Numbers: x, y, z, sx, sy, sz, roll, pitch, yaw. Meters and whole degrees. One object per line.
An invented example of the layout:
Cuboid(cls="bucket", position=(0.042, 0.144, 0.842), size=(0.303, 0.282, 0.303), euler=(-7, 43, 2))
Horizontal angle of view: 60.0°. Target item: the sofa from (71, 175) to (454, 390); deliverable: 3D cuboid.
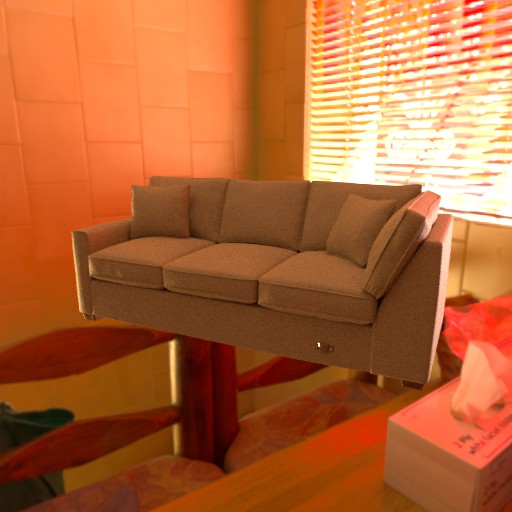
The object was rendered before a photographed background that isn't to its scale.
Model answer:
Cuboid(cls="sofa", position=(0.000, 0.000, 2.934), size=(2.317, 0.962, 1.061), euler=(7, 15, 25))
